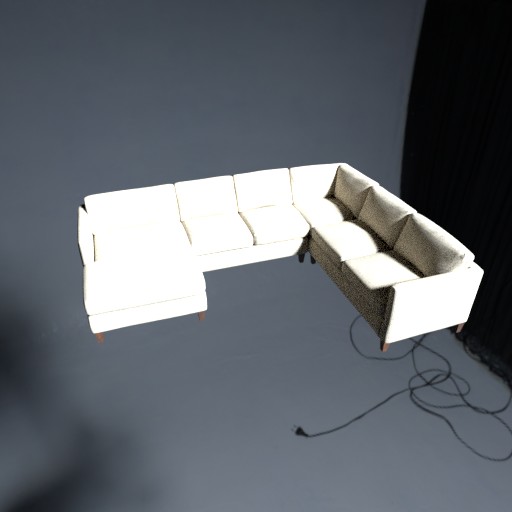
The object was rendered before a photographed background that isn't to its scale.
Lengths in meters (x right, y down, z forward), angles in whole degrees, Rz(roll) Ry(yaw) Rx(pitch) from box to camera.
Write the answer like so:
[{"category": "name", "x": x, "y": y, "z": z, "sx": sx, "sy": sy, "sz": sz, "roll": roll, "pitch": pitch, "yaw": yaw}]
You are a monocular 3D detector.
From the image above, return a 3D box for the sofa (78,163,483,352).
[{"category": "sofa", "x": 0.000, "y": 0.000, "z": 4.617, "sx": 3.460, "sy": 0.959, "sz": 2.593, "roll": -10, "pitch": 34, "yaw": -16}]
